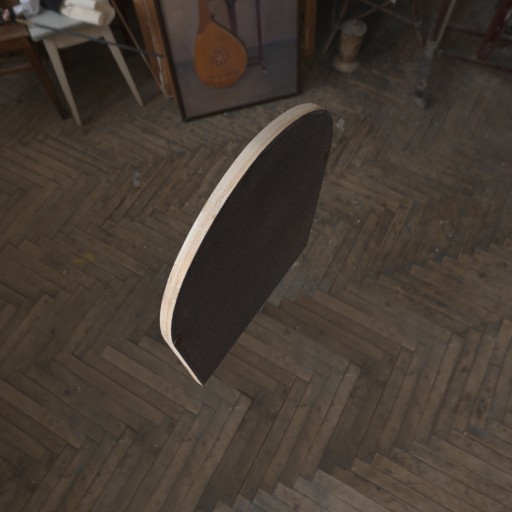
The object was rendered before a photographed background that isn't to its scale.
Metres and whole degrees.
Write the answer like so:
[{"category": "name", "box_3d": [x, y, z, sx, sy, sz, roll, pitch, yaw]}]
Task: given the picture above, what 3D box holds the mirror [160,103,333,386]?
[{"category": "mirror", "box_3d": [0.000, 0.000, 1.206, 0.032, 0.920, 0.660, 33, 69, 14]}]
